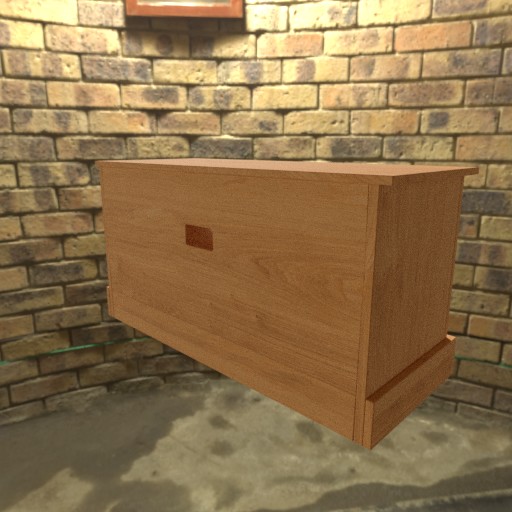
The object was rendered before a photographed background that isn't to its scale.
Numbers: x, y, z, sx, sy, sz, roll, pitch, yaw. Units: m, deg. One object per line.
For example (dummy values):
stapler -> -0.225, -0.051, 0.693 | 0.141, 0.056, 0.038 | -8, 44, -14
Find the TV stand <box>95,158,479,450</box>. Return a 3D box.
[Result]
TV stand -> 0.000, 0.000, 1.345 | 1.080, 0.550, 0.440 | 13, 19, 42
